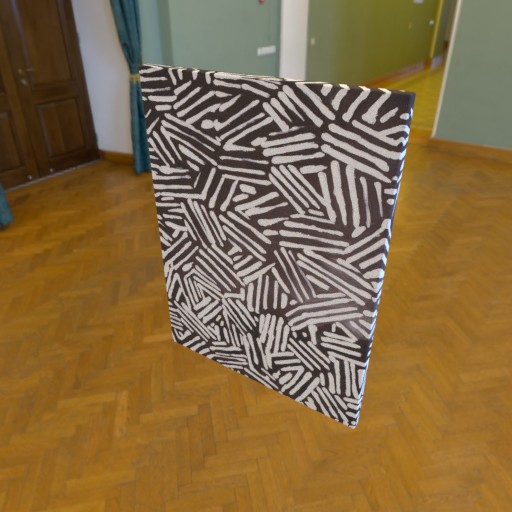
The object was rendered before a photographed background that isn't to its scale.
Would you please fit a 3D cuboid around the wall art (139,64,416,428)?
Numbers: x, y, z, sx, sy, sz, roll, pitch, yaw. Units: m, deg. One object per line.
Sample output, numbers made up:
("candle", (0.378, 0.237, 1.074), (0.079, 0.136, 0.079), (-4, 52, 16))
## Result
("wall art", (0.000, 0.000, 1.339), (0.765, 1.017, 0.038), (18, 35, 28))
